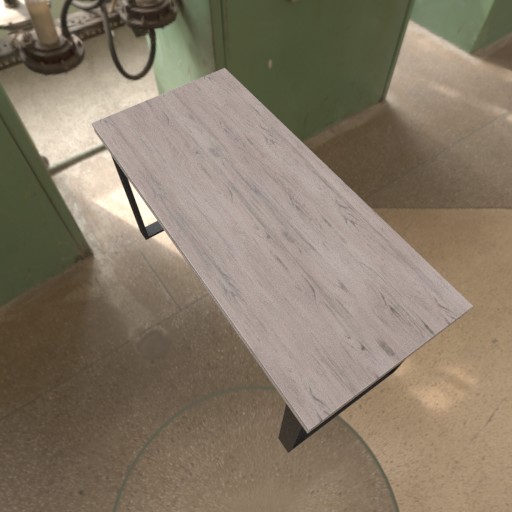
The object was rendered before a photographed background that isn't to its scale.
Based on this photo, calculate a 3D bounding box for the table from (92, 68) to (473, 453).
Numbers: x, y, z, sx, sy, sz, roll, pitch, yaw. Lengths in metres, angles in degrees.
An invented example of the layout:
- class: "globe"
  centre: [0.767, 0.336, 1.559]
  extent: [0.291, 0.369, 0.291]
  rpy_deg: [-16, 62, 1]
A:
- class: "table"
  centre: [0.000, 0.000, 2.345]
  extent: [0.795, 0.899, 1.778]
  rpy_deg: [-30, 63, -18]
